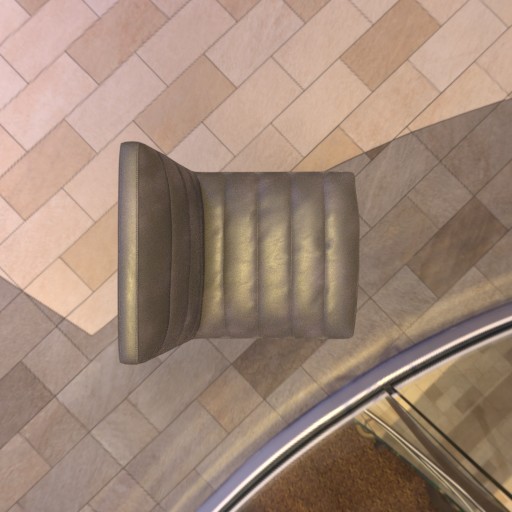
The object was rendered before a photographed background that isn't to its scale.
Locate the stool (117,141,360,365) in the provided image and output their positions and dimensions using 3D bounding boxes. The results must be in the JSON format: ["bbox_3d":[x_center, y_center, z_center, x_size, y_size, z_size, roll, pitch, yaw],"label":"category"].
[{"bbox_3d":[0.000,0.000,1.384,0.562,1.065,0.463,0,89,-1],"label":"stool"}]
